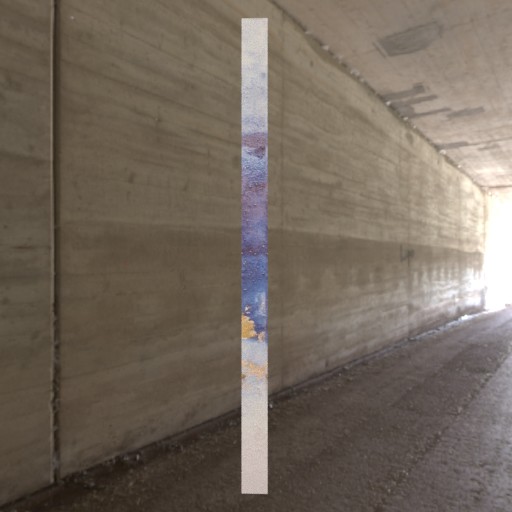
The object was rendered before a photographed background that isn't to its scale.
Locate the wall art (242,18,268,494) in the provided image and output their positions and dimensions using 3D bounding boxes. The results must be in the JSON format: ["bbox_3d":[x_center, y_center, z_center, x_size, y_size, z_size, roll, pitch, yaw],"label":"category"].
[{"bbox_3d":[0.000,0.000,1.106,0.048,0.874,0.583,0,0,0],"label":"wall art"}]
